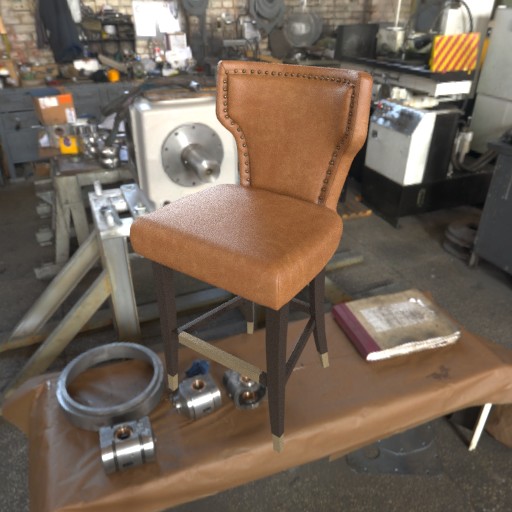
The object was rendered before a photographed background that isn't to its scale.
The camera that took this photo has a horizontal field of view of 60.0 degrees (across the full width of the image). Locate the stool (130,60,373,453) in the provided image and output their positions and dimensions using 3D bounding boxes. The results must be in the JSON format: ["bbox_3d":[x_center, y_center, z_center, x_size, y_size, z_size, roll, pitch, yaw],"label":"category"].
[{"bbox_3d":[0.000,0.000,1.412,0.526,1.092,0.563,19,35,29],"label":"stool"}]
